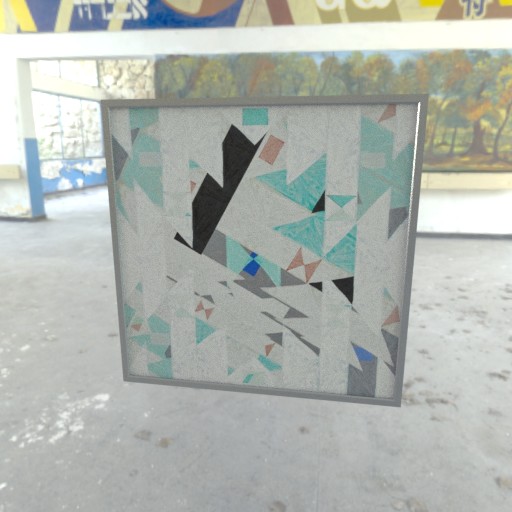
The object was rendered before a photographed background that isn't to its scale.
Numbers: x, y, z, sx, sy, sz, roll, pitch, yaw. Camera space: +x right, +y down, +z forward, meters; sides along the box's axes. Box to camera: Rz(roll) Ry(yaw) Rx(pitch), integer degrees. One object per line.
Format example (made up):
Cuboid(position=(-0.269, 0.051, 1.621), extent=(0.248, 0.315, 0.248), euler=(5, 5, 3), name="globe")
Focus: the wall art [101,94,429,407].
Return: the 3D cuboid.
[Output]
Cuboid(position=(0.000, 0.000, 1.193), extent=(0.806, 0.806, 0.038), euler=(2, 14, 9), name="wall art")
